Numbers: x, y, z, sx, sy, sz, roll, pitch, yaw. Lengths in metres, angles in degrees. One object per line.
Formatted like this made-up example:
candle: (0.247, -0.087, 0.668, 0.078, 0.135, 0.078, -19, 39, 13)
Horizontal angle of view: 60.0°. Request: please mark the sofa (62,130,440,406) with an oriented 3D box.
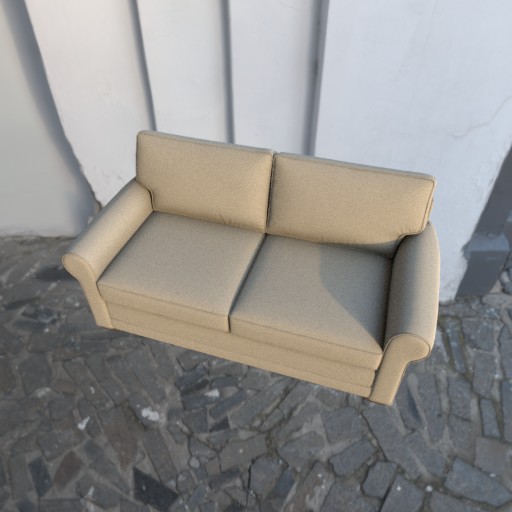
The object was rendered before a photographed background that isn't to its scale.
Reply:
sofa: (0.000, 0.000, 2.486, 1.930, 0.952, 0.940, 12, 44, 13)
